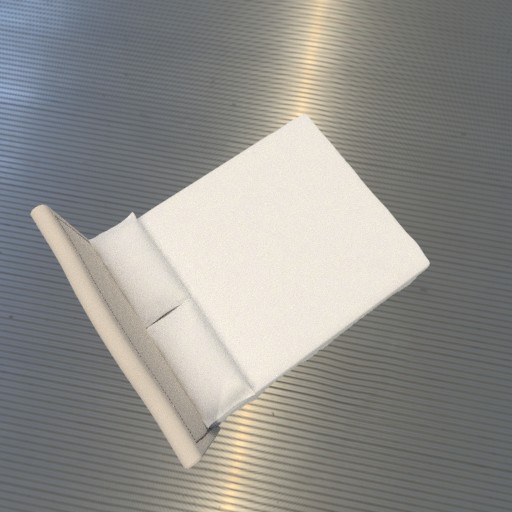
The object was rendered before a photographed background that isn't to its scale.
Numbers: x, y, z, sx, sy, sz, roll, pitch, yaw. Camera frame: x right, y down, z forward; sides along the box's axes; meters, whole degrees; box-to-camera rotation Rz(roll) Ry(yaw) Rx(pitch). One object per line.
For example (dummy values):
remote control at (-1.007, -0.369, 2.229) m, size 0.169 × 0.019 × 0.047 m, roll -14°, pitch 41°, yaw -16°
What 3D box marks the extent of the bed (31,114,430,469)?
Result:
bed at (0.000, 0.000, 3.242) m, size 2.143 × 1.460 × 1.753 m, roll -34°, pitch 77°, yaw -9°
